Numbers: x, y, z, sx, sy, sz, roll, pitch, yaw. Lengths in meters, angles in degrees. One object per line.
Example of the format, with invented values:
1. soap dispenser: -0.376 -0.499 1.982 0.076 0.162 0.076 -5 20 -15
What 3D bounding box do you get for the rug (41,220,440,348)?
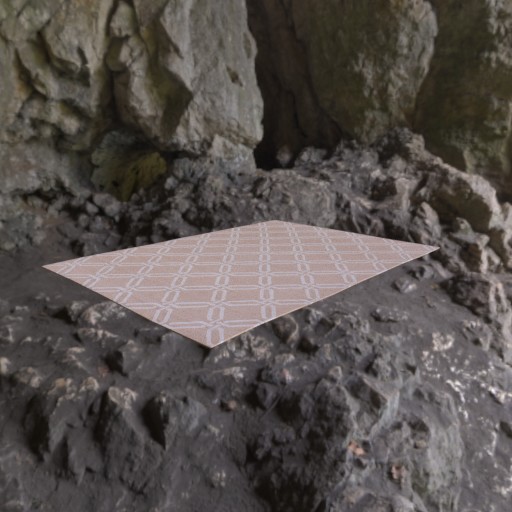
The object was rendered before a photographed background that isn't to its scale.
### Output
1. rug: 0.000 0.000 4.538 2.452 0.020 3.365 14 20 42
